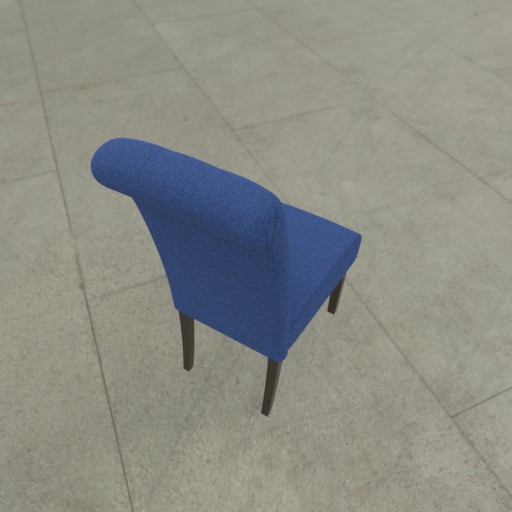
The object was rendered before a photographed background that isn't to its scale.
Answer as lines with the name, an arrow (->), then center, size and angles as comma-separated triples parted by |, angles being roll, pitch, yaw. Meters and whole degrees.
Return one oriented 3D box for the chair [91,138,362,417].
chair -> 0.000, 0.000, 1.353 | 0.456, 1.006, 0.671 | 23, 51, 21
